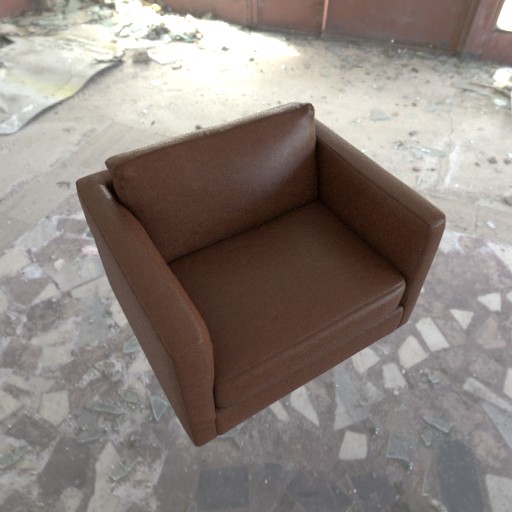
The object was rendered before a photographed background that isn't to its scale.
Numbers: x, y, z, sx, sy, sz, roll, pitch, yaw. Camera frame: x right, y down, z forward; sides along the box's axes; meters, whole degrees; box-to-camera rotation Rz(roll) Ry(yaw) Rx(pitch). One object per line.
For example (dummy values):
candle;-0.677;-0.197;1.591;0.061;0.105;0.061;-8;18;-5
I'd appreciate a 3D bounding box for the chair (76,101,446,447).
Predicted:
chair;0.000;0.000;1.841;1.107;0.917;0.959;-24;51;-21
